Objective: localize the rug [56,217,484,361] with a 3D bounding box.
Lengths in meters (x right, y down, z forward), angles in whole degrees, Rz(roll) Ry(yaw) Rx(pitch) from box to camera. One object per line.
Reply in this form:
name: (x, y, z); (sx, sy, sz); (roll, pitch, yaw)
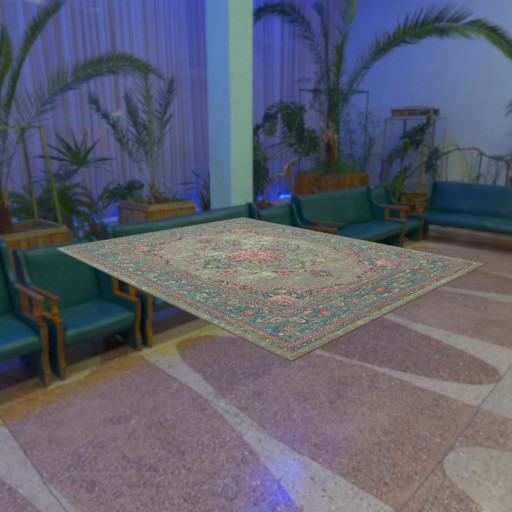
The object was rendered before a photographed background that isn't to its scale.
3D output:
rug: (0.000, 0.000, 4.008); (2.434, 0.013, 3.057); (-14, 20, -42)
